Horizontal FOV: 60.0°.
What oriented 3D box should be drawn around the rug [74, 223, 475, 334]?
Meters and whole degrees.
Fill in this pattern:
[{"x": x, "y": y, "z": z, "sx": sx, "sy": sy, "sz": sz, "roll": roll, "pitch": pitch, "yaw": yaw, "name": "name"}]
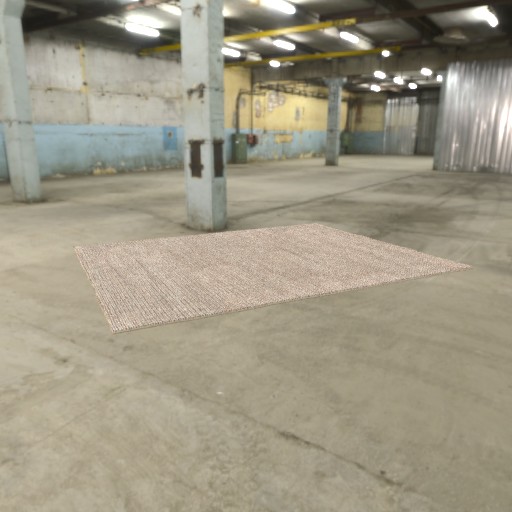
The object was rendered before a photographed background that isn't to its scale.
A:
[{"x": 0.000, "y": 0.000, "z": 4.236, "sx": 3.052, "sy": 0.030, "sz": 2.429, "roll": -7, "pitch": 16, "yaw": -26, "name": "rug"}]
